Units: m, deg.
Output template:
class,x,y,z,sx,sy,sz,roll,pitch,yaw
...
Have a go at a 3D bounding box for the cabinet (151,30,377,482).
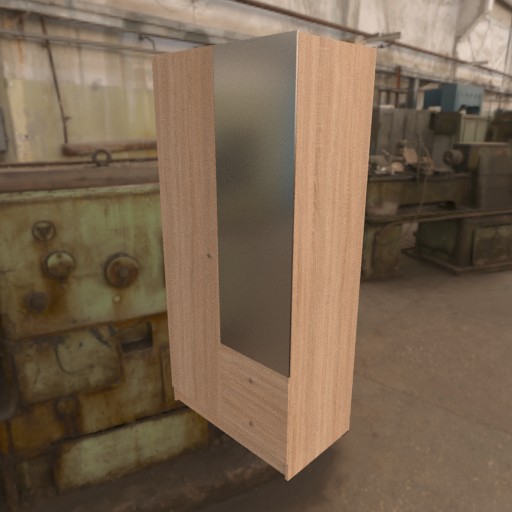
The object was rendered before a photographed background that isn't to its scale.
class,x,y,z,sx,sy,sz,roll,pitch,yaw
cabinet,0.000,0.000,2.506,1.001,2.121,0.590,16,23,42
